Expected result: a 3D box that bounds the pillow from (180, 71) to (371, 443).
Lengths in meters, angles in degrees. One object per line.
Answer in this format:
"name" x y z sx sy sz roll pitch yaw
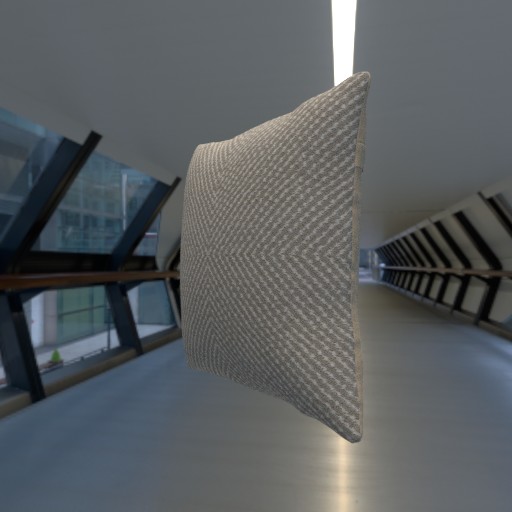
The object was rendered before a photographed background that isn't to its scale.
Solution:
"pillow" 0.000 0.000 0.724 0.181 0.458 0.459 0 0 -35
